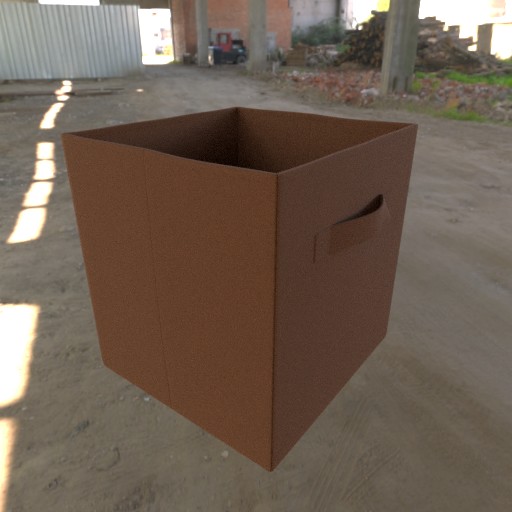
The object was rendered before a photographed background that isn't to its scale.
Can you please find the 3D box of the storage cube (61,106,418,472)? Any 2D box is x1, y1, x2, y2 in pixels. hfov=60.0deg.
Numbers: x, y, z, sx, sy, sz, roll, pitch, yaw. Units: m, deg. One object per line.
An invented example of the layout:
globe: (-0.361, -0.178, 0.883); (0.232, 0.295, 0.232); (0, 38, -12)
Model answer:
storage cube: (0.000, 0.000, 0.502); (0.270, 0.280, 0.270); (18, 31, 33)
